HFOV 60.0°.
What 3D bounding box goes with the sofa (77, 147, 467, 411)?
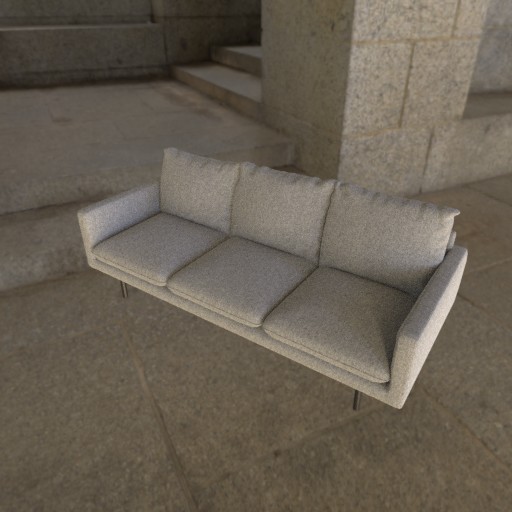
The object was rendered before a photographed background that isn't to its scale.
[{"bbox_3d":[0.000,0.000,2.472,2.000,0.830,0.850,19,36,29],"label":"sofa"}]
